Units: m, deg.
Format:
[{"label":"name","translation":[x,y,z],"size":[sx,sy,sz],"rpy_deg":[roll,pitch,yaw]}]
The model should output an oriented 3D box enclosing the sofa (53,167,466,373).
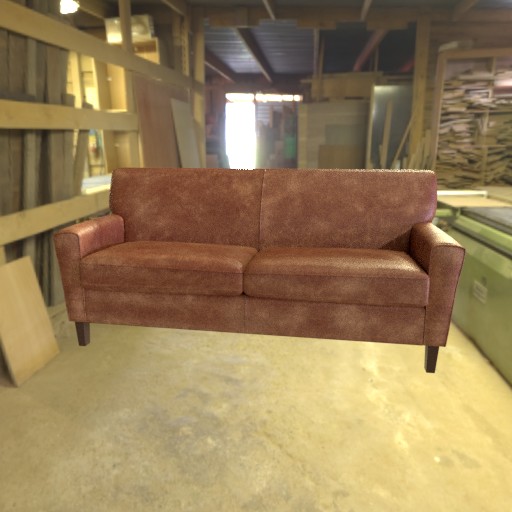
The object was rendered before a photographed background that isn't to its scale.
[{"label":"sofa","translation":[0.000,0.000,2.545],"size":[2.053,0.947,0.805],"rpy_deg":[2,14,9]}]
